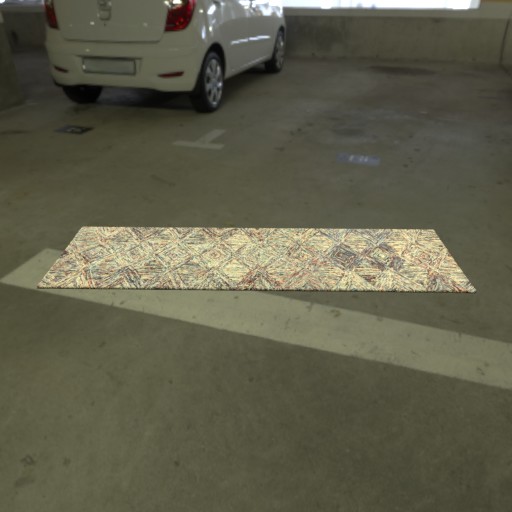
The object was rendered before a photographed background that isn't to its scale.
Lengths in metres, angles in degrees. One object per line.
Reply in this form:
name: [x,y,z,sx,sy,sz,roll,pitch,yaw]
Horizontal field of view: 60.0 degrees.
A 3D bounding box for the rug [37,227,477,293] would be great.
rug: [0.000,0.000,2.593,2.292,0.015,0.688,1,31,1]
